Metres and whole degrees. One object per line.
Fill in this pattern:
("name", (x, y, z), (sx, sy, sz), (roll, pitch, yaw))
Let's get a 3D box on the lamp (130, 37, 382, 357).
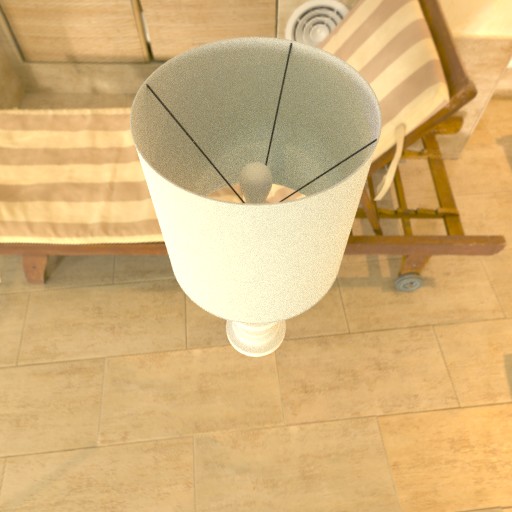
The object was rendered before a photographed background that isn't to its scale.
("lamp", (0.000, 0.000, 0.561), (0.208, 0.455, 0.208), (0, 57, 0))
